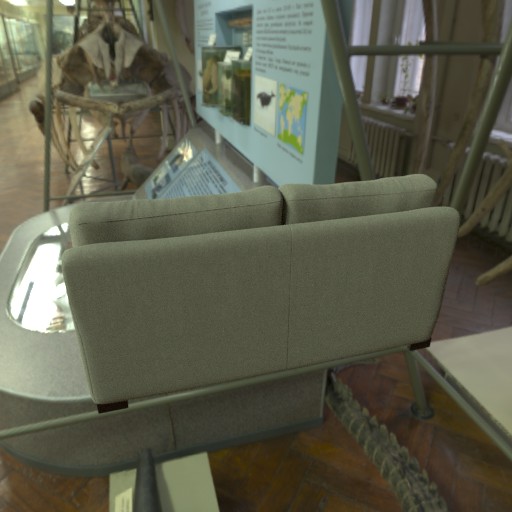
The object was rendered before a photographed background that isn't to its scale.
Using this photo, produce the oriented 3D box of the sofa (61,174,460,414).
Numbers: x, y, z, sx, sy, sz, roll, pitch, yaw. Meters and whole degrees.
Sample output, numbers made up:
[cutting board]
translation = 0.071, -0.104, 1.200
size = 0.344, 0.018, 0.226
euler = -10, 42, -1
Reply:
[sofa]
translation = 0.000, 0.000, 2.467
size = 1.855, 0.980, 0.962
euler = -7, 27, -15
